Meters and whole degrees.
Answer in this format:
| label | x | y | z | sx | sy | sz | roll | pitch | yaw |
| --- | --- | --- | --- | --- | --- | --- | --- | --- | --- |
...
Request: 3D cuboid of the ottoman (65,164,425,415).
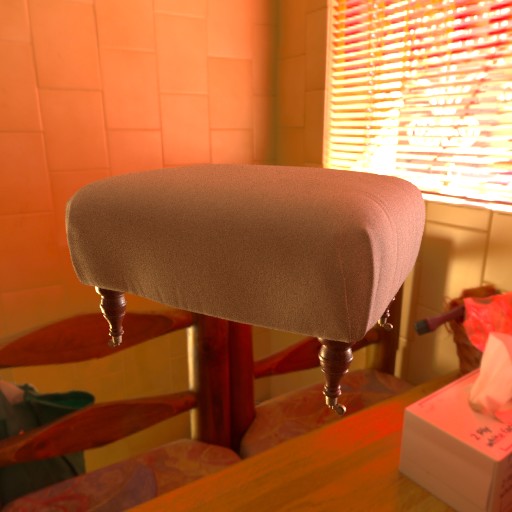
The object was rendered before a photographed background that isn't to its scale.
| label | x | y | z | sx | sy | sz | roll | pitch | yaw |
| --- | --- | --- | --- | --- | --- | --- | --- | --- | --- |
| ottoman | 0.000 | 0.000 | 1.135 | 0.746 | 0.450 | 0.622 | 8 | 17 | 27 |
